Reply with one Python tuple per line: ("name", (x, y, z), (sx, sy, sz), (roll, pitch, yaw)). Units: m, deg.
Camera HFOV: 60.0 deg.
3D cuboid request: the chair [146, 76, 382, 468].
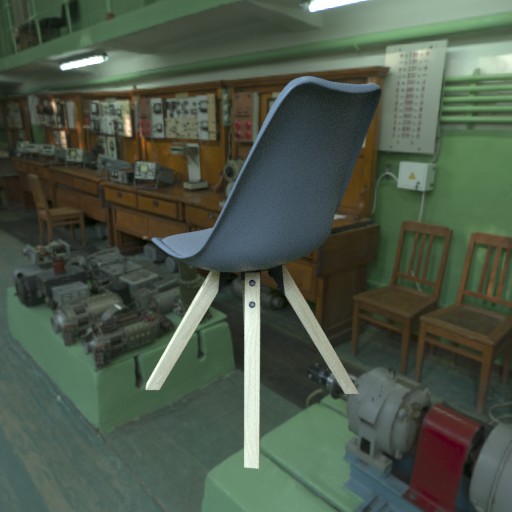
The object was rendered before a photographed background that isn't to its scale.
("chair", (0.000, 0.000, 1.184), (0.485, 0.850, 0.550), (-16, 24, -42))
